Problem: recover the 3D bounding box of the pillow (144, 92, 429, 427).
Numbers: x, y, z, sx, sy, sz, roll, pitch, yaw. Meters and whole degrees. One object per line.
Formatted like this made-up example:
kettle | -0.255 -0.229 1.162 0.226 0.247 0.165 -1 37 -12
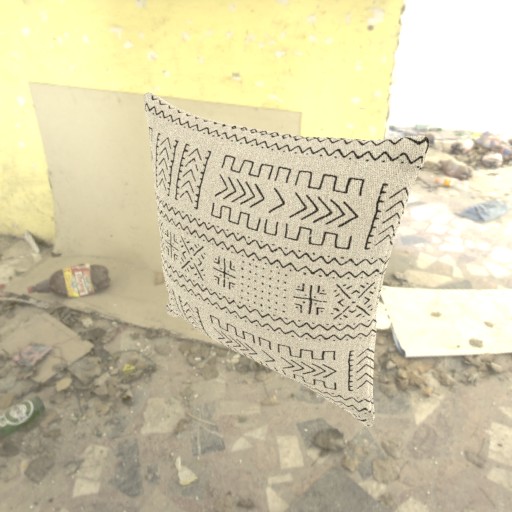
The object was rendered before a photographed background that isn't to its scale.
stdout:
pillow | 0.000 0.000 0.663 0.438 0.430 0.164 21 37 32
